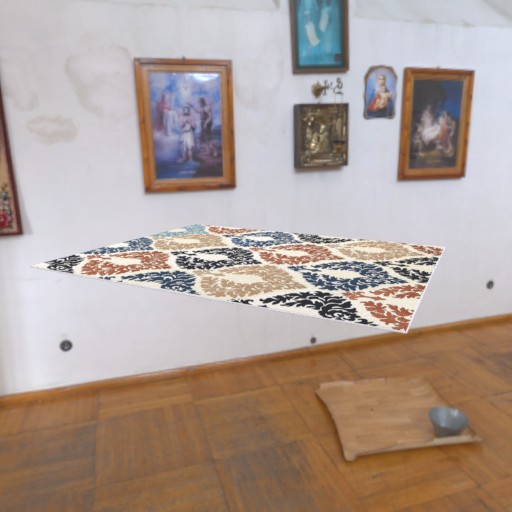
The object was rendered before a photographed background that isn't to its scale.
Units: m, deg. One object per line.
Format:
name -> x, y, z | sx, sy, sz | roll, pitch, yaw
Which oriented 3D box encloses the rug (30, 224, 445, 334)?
rug -> 0.000, 0.000, 4.080 | 3.040, 0.014, 2.423 | 7, 15, 26
